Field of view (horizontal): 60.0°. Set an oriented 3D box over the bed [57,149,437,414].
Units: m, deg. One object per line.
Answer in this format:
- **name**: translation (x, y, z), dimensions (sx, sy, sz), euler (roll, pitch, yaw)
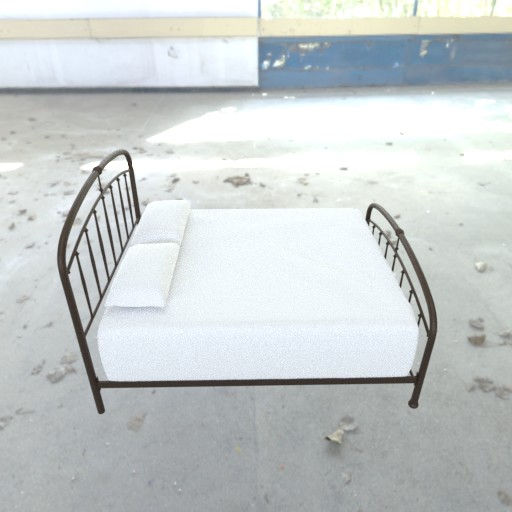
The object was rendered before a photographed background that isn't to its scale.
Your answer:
- **bed**: translation (0.000, 0.000, 3.337), dimensions (2.180, 1.425, 1.711), euler (-1, 32, -1)
